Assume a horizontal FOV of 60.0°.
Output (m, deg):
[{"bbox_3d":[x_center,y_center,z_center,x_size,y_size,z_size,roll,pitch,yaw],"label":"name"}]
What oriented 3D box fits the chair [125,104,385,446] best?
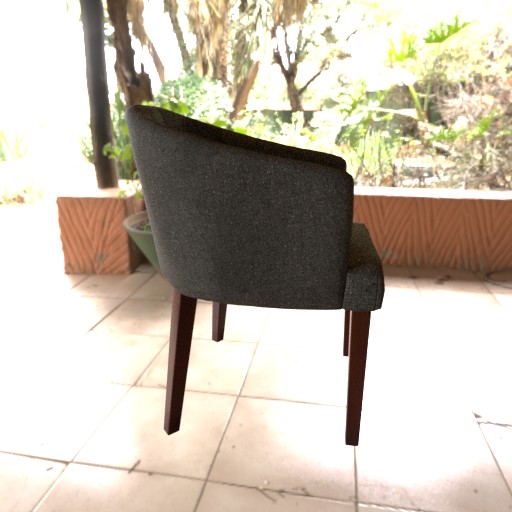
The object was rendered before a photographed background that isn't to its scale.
[{"bbox_3d":[0.000,0.000,1.252,0.655,0.811,0.583,3,16,9],"label":"chair"}]
